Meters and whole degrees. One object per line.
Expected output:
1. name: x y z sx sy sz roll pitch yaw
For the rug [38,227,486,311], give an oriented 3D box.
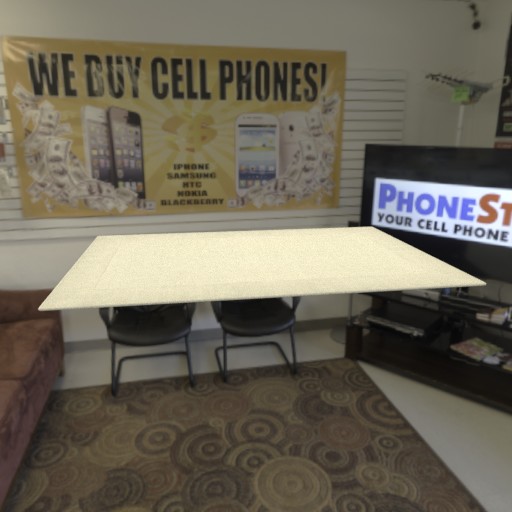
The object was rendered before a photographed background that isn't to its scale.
1. rug: 0.000 0.000 2.355 1.829 0.013 1.219 -2 16 -9
